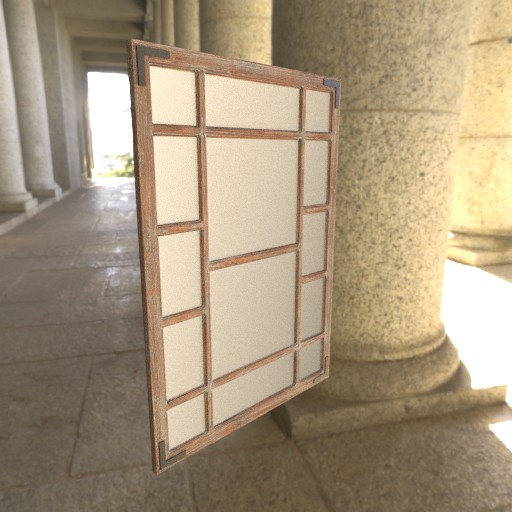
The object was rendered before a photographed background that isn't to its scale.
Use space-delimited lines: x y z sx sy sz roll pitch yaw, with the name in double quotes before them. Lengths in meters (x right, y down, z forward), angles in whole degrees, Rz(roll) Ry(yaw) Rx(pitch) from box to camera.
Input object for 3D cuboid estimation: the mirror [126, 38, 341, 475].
"mirror" 0.000 0.000 1.229 0.705 0.996 0.025 -12 18 -43
